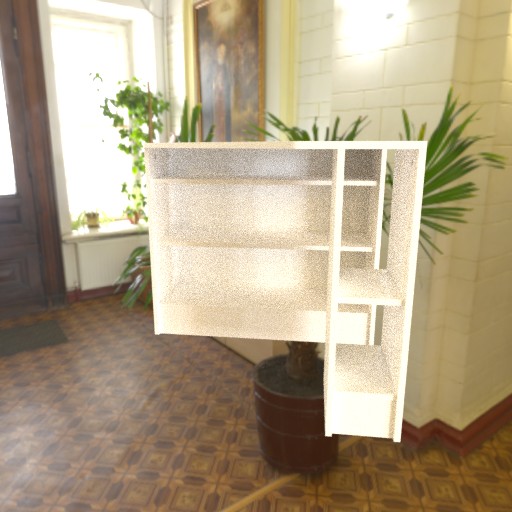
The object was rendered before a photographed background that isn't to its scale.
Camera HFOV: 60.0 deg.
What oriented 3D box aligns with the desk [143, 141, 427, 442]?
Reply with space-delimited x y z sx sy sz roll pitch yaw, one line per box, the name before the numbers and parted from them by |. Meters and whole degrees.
desk | 0.000 0.000 1.651 0.940 0.818 0.926 2 14 7
